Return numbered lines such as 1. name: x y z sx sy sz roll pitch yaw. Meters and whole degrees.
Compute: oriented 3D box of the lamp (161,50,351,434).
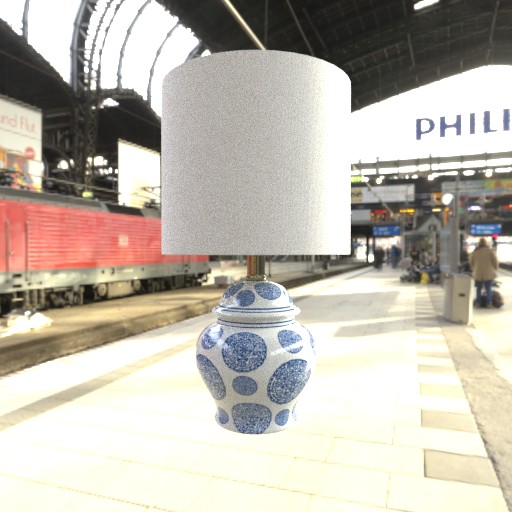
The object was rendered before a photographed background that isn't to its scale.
1. lamp: 0.000 0.000 0.516 0.215 0.381 0.215 0 1 17
